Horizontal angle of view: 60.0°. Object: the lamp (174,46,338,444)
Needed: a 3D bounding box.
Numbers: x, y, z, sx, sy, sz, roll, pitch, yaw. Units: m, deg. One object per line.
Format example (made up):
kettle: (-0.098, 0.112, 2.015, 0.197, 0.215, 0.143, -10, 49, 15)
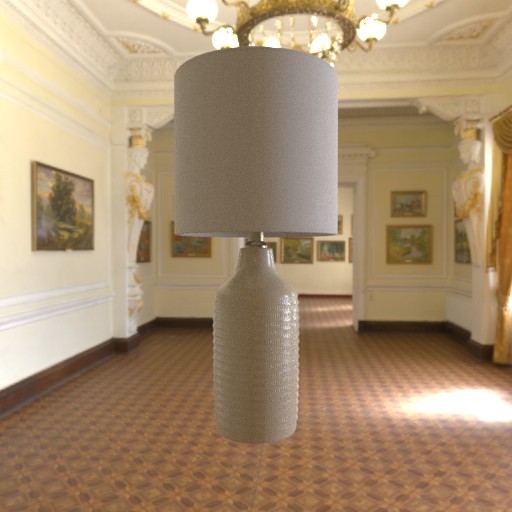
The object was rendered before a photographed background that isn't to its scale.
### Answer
lamp: (0.000, 0.000, 0.611, 0.220, 0.475, 0.220, 0, 1, 18)
